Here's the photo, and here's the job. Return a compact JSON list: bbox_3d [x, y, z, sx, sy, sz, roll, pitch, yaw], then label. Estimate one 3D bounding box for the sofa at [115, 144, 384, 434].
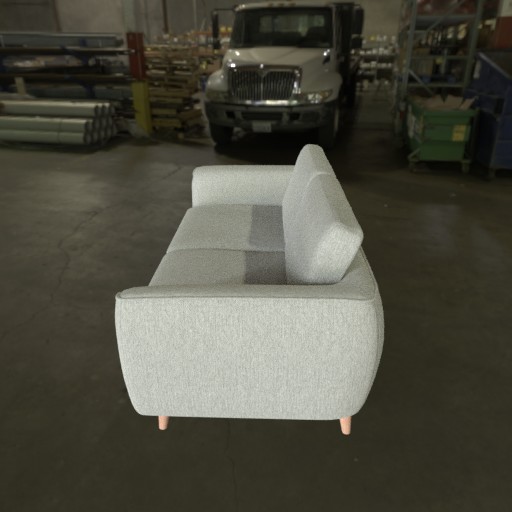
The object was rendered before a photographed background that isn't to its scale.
[{"bbox_3d":[0.000,0.000,2.190,0.920,0.850,1.700,1,25,2],"label":"sofa"}]
